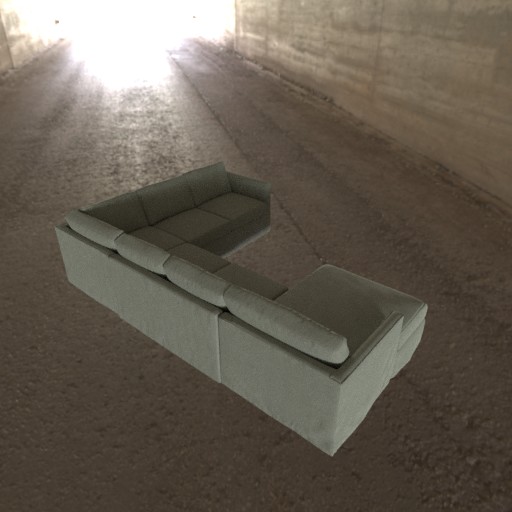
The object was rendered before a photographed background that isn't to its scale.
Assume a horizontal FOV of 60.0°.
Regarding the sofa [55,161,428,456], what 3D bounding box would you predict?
[{"bbox_3d":[0.000,0.000,4.552,3.434,0.869,2.440,23,37,34],"label":"sofa"}]
